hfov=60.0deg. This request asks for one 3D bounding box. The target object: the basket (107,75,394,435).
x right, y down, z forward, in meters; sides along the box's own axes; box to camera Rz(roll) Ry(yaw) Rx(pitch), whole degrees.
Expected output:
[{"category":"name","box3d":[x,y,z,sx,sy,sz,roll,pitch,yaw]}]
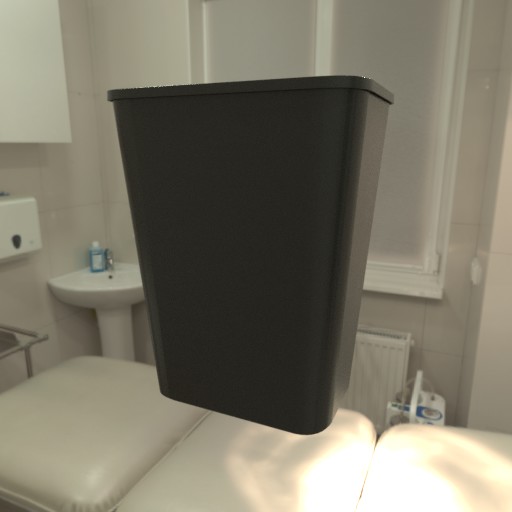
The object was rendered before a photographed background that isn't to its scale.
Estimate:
[{"category":"basket","box3d":[0.000,0.000,0.755,0.394,0.521,0.287,6,15,24]}]
